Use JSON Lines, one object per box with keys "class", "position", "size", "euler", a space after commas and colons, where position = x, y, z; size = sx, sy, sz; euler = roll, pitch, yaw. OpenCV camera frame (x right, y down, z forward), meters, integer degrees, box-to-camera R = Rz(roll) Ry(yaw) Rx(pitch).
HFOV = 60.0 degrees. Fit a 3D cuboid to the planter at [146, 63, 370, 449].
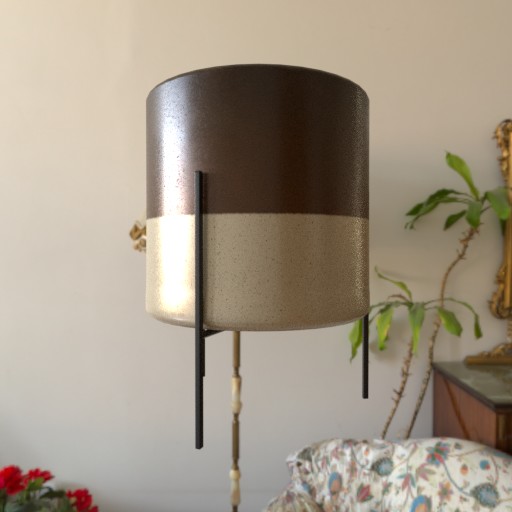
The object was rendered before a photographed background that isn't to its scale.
{"class": "planter", "position": [0.000, 0.000, 0.704], "size": [0.345, 0.465, 0.354], "euler": [-1, 1, -36]}
